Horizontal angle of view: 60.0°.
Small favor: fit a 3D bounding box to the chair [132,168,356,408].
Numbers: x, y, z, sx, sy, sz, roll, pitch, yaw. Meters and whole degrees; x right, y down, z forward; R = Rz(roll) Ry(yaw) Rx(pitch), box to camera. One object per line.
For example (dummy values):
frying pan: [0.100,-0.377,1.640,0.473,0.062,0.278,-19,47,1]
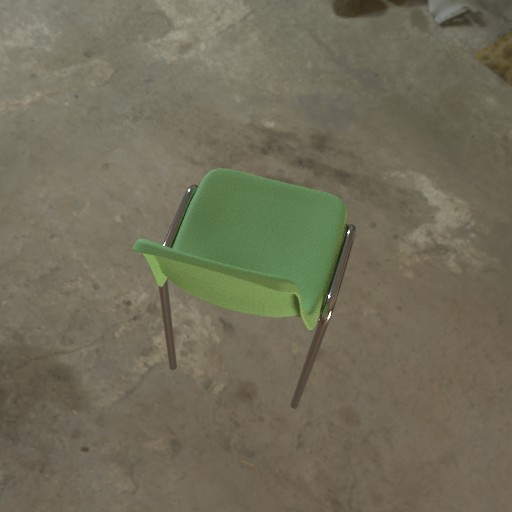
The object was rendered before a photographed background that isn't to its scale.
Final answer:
chair: [0.000,0.000,0.952,0.381,0.704,0.436,15,63,8]
